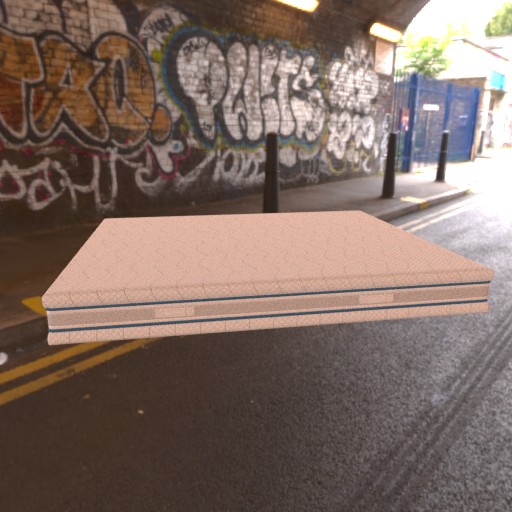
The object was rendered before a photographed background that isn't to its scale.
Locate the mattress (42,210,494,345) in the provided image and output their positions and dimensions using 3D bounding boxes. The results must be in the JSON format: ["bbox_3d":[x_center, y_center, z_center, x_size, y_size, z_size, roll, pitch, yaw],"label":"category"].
[{"bbox_3d":[0.000,0.000,2.699,2.000,0.230,1.600,-3,16,-9],"label":"mattress"}]
